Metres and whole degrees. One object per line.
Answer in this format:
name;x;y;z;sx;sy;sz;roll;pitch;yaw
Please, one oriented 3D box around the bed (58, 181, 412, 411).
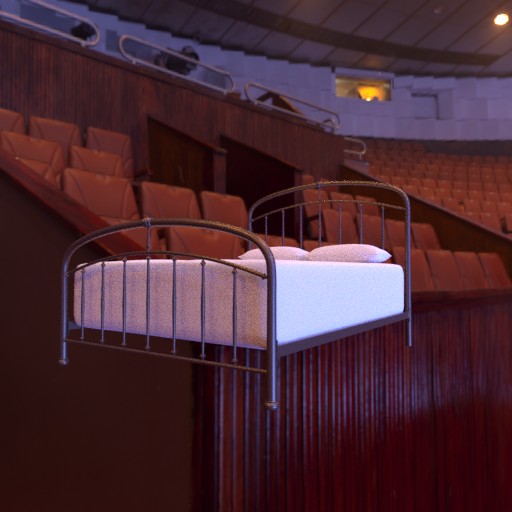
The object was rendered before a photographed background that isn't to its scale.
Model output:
bed;0.000;0.000;3.346;1.711;1.475;2.168;-1;-2;35
